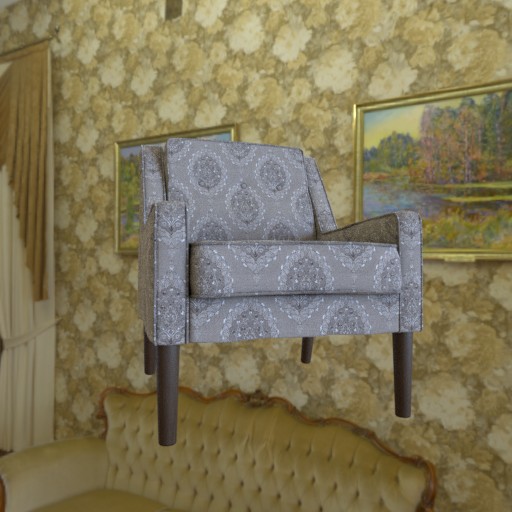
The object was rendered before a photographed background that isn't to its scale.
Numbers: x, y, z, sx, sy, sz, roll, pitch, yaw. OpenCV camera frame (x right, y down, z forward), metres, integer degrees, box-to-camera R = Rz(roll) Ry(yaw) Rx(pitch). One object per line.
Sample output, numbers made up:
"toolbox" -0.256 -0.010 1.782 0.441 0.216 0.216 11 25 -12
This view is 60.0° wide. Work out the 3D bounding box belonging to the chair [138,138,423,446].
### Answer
"chair" 0.000 0.000 1.313 0.665 0.797 0.750 0 -1 -17
